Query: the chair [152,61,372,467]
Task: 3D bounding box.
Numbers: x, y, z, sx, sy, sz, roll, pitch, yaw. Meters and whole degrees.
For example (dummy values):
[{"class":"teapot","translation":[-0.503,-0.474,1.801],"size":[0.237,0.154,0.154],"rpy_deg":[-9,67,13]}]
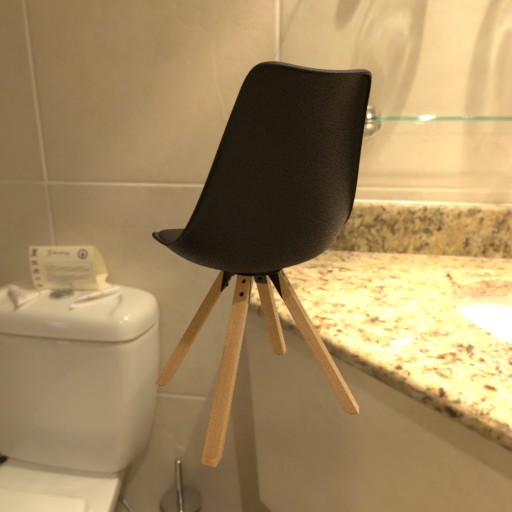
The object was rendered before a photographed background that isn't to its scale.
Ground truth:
[{"class":"chair","translation":[0.000,0.000,1.144],"size":[0.485,0.850,0.549],"rpy_deg":[-8,17,-27]}]
